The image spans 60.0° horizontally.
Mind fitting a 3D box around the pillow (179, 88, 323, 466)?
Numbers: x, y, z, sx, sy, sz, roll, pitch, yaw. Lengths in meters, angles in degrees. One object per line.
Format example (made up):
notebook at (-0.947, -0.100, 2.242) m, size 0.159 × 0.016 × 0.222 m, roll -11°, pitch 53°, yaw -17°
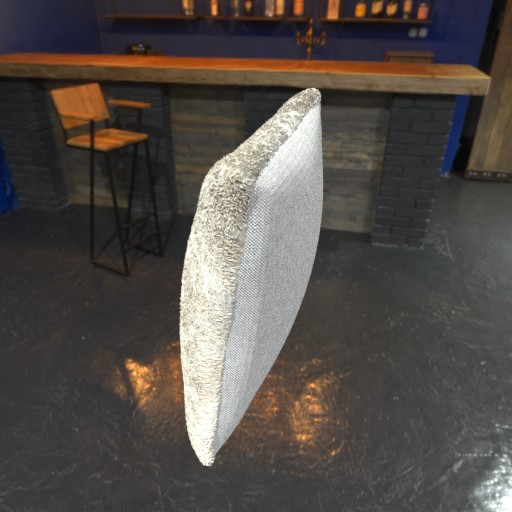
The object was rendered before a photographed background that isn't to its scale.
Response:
pillow at (0.000, 0.000, 0.812) m, size 0.218 × 0.515 × 0.529 m, roll 7°, pitch 30°, yaw 13°
